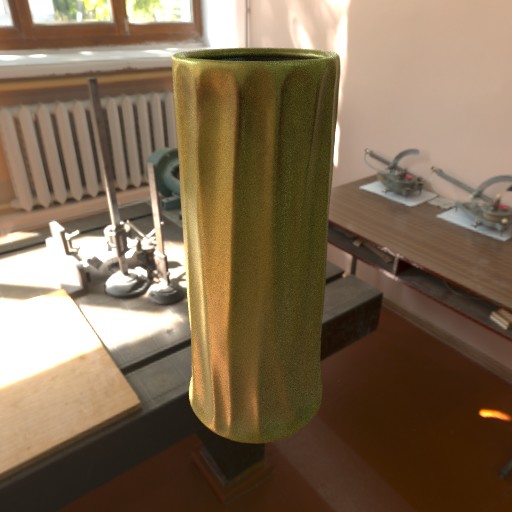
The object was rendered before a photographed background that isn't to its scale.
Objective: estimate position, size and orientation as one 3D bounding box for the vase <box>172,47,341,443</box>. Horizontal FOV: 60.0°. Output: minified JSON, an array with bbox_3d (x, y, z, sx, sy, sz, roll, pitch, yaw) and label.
[{"bbox_3d":[0.000,0.000,0.171,0.061,0.143,0.061,0,29,0],"label":"vase"}]
